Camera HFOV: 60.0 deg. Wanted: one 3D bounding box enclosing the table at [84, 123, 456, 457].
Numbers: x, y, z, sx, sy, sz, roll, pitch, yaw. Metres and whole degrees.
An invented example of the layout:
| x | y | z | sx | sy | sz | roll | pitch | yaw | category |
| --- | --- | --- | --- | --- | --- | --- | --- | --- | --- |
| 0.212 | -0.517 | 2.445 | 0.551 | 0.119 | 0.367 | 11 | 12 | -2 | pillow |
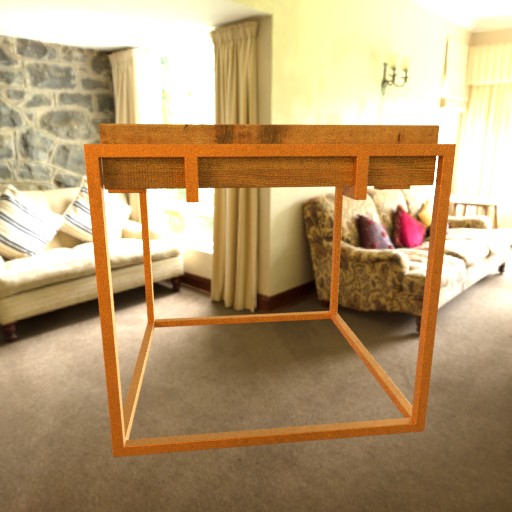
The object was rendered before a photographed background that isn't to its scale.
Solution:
| x | y | z | sx | sy | sz | roll | pitch | yaw | category |
| --- | --- | --- | --- | --- | --- | --- | --- | --- | --- |
| 0.000 | 0.000 | 1.057 | 0.599 | 0.584 | 0.599 | -2 | 15 | -7 | table |
